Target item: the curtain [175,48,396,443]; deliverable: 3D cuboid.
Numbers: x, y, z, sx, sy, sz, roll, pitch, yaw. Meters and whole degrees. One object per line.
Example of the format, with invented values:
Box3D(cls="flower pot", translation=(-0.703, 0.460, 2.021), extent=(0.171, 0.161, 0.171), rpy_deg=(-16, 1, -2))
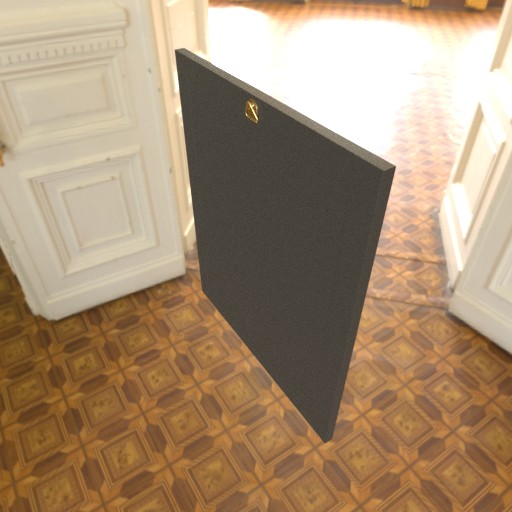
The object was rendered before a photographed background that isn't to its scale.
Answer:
Box3D(cls="curtain", translation=(0.000, 0.000, 0.797), extent=(0.027, 0.585, 0.483), rpy_deg=(-24, 46, -25))
